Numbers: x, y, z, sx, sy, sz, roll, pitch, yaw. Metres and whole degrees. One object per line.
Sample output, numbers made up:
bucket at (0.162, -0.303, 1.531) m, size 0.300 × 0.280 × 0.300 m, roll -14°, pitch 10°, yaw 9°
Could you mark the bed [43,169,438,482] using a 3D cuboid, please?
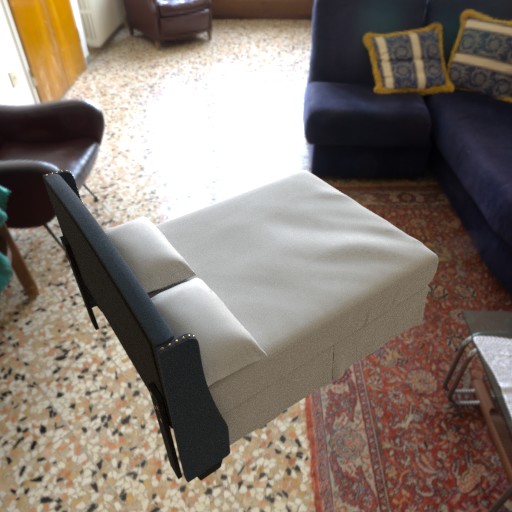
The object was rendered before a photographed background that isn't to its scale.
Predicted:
bed at (0.000, 0.000, 3.199) m, size 2.237 × 1.407 × 1.710 m, roll -25°, pitch 47°, yaw -26°
